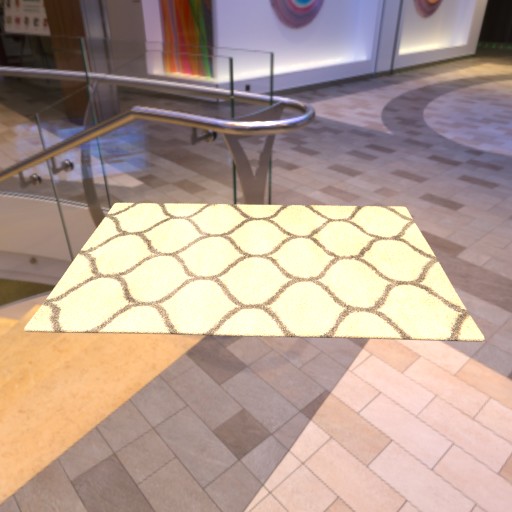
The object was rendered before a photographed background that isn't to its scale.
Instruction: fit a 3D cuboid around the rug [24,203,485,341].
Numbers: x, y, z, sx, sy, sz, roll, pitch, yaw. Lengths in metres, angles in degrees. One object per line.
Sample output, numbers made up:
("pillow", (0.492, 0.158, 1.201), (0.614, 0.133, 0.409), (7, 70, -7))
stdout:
("rug", (0.000, 0.000, 3.352), (2.701, 0.026, 1.801), (1, 31, 2))
